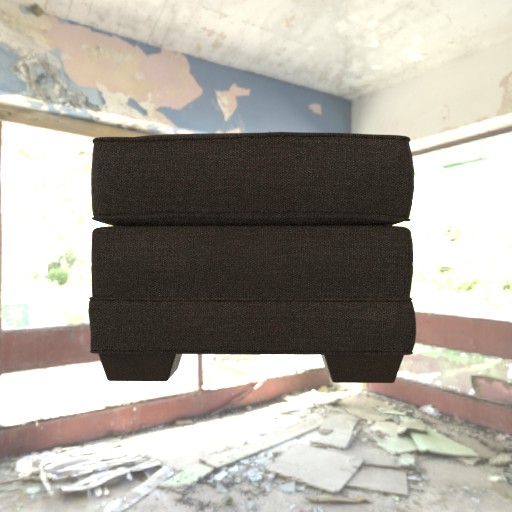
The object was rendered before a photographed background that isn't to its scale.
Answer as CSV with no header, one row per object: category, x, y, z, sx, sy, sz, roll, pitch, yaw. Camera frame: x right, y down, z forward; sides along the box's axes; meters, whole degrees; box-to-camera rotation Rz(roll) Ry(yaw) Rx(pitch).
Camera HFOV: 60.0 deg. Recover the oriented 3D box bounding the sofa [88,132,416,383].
sofa,0.000,0.000,1.175,0.578,0.457,0.854,0,-1,1
